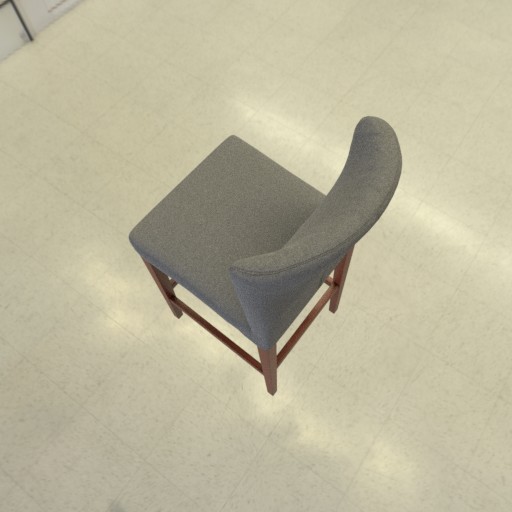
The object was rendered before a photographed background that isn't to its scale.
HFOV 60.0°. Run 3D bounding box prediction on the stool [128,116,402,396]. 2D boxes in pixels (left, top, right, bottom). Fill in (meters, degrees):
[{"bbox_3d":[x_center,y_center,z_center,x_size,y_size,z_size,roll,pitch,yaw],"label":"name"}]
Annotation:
[{"bbox_3d":[0.000,0.000,1.345,0.568,1.069,0.481,35,69,16],"label":"stool"}]
